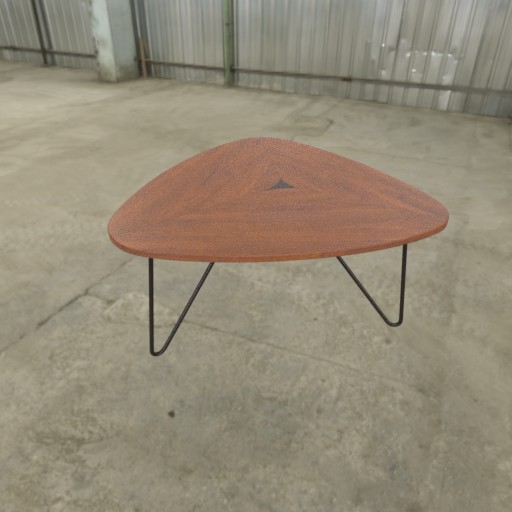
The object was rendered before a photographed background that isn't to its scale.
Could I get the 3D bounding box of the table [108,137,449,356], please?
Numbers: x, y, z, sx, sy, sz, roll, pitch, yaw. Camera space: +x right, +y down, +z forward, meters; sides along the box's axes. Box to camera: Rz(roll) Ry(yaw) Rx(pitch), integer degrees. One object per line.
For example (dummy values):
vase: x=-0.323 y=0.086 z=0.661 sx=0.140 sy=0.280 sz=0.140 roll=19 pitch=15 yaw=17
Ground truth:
table: x=0.000 y=0.000 z=1.334 sx=0.821 sy=0.413 sz=0.833 roll=-22 pitch=38 yaw=-30
